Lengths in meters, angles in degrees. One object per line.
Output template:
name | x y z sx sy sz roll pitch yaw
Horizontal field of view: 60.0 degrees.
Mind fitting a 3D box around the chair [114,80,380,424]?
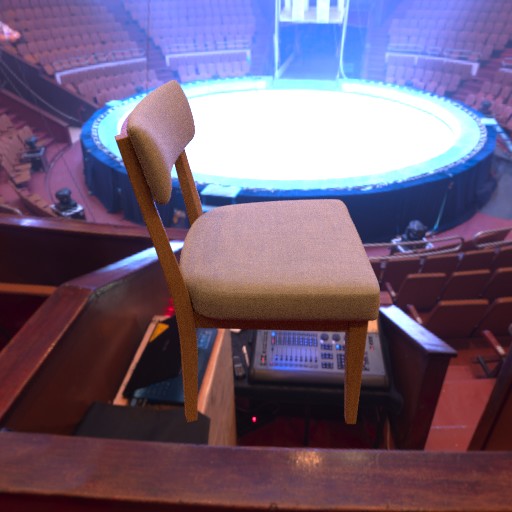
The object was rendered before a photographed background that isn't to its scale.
chair | 0.000 0.000 1.212 0.572 0.832 0.508 0 31 0
